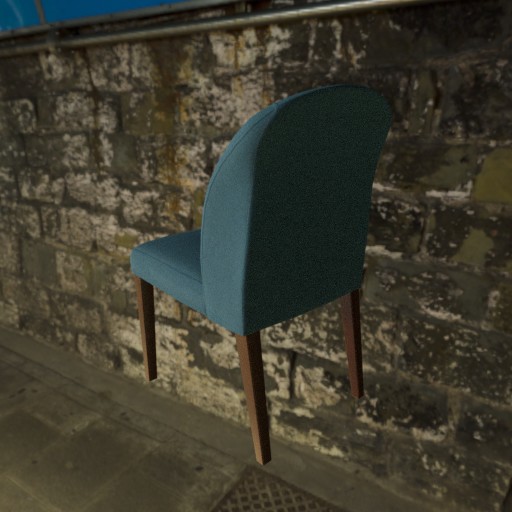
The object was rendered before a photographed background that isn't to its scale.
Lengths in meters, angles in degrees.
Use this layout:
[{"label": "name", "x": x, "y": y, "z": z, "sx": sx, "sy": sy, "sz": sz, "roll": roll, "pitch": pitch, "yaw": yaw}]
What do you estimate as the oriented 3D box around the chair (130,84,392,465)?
[{"label": "chair", "x": 0.000, "y": 0.000, "z": 1.268, "sx": 0.507, "sy": 0.879, "sz": 0.620, "roll": -15, "pitch": 22, "yaw": -41}]
